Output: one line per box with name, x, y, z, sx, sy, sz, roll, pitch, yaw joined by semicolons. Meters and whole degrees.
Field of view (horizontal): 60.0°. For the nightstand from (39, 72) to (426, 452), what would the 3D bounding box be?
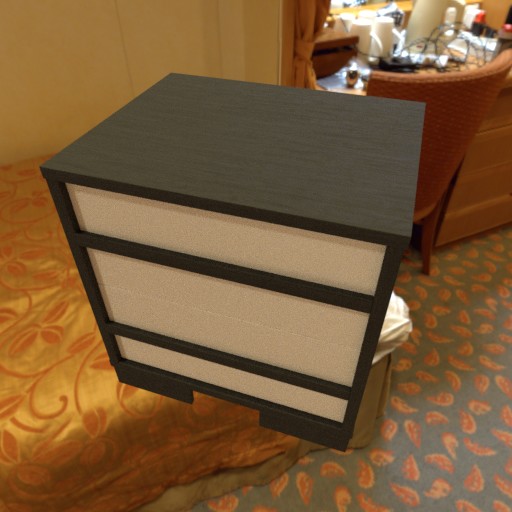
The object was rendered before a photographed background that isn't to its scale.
nightstand;0.000;0.000;0.743;0.427;0.448;0.347;12;42;14
